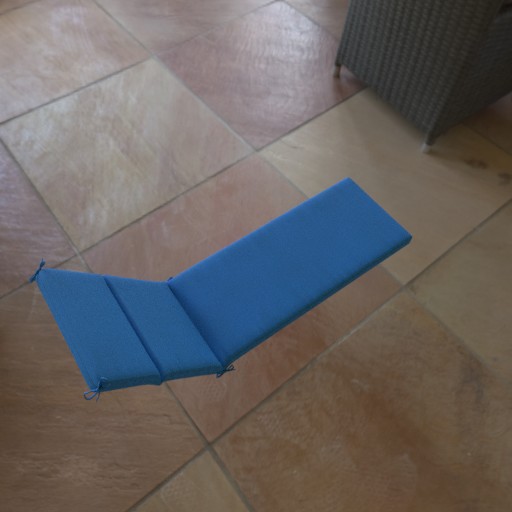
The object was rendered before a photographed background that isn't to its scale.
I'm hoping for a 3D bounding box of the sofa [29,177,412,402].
[{"bbox_3d":[0.000,0.000,1.973,1.663,0.622,0.582,-31,63,-17],"label":"sofa"}]
